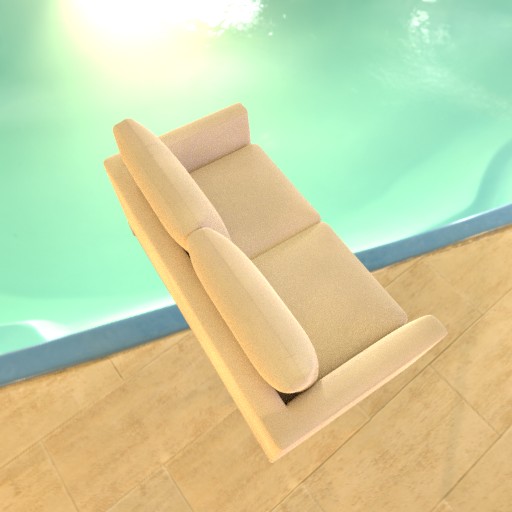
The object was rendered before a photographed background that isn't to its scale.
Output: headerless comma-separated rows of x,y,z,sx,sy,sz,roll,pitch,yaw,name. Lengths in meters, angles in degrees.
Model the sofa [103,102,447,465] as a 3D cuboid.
0.000,0.000,2.329,0.906,0.995,1.739,-29,63,-16,sofa
